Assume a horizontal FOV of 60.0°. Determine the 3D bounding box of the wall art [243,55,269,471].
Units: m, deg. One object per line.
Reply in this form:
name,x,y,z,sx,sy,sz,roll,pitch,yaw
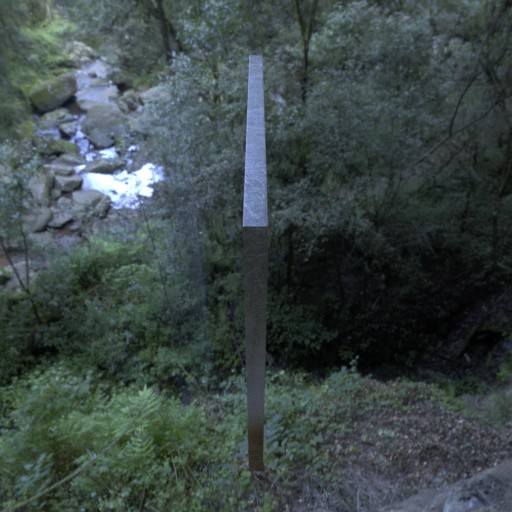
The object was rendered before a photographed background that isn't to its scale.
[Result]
wall art,0.000,0.000,1.642,0.051,1.091,1.092,0,41,0
